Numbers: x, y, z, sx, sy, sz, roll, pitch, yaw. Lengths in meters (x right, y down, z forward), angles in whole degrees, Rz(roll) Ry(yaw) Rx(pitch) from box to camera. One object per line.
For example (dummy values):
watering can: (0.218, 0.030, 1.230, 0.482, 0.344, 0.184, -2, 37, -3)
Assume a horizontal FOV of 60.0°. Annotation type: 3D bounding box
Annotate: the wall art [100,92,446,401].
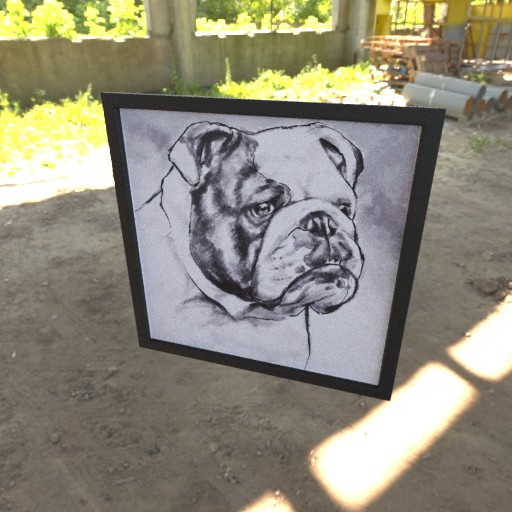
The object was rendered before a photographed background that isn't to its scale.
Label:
wall art: (0.000, 0.000, 0.977, 0.663, 0.659, 0.016, 8, 29, 15)
